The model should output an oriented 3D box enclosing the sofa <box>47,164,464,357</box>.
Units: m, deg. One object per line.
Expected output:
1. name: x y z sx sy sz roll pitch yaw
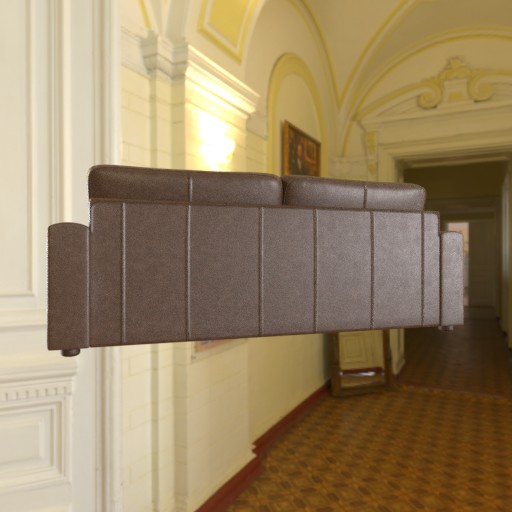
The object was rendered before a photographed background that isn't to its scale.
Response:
1. sofa: 0.000 0.000 2.665 2.179 0.873 1.016 0 0 -19
